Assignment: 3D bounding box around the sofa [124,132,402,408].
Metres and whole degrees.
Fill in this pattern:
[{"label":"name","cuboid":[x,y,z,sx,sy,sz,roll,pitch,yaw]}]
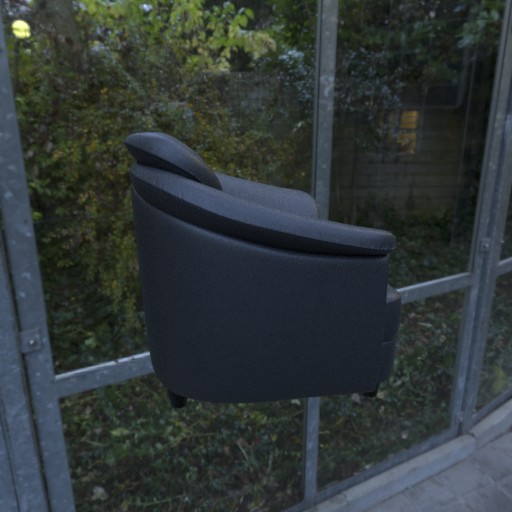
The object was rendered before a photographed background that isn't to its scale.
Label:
[{"label":"sofa","cuboid":[0.000,0.000,1.512,0.794,0.811,0.870,-3,16,-9]}]
